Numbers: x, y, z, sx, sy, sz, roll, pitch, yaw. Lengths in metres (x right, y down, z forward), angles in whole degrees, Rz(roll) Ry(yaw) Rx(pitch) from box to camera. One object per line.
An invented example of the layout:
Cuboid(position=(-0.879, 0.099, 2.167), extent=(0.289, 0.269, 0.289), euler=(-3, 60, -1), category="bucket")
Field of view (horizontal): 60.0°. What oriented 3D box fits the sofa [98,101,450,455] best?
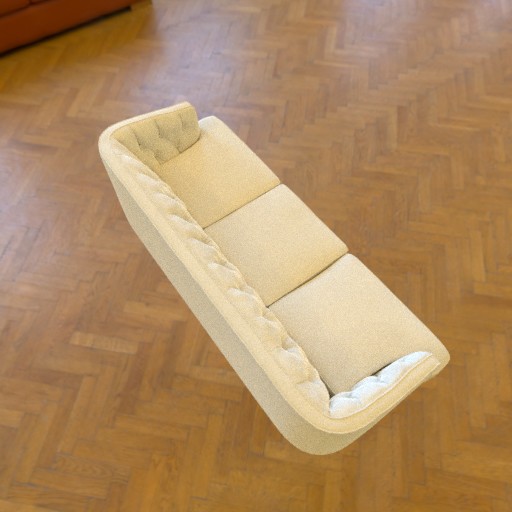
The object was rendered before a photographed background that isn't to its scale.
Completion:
Cuboid(position=(0.000, 0.000, 2.676), extent=(0.941, 0.855, 2.278), euler=(-33, 65, -17), category="sofa")
